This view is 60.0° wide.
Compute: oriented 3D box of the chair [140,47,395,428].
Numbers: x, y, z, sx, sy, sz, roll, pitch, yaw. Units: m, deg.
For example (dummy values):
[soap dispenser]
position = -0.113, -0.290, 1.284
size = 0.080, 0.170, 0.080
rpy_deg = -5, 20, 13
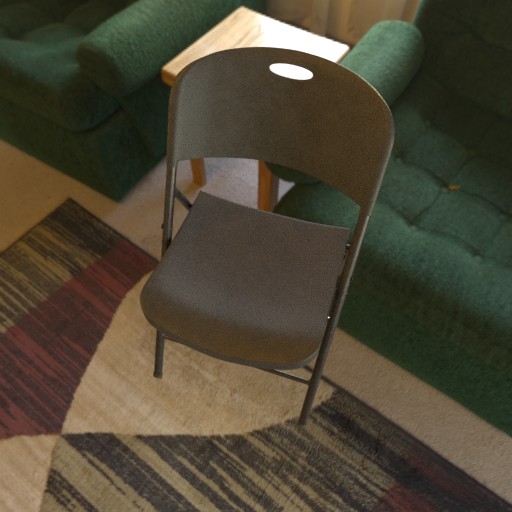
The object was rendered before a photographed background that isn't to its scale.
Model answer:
[chair]
position = 0.000, 0.000, 1.136
size = 0.494, 0.810, 0.566
rpy_deg = 16, 59, 10
